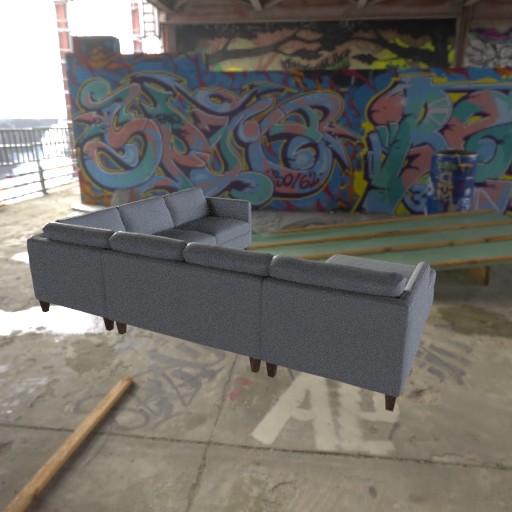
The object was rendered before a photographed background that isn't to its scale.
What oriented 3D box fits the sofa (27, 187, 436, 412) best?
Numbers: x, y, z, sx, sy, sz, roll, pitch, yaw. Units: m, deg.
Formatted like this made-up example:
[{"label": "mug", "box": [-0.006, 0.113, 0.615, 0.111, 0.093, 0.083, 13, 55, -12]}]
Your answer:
[{"label": "sofa", "box": [0.000, 0.000, 4.271, 3.238, 0.853, 2.551, 9, 19, 26]}]
